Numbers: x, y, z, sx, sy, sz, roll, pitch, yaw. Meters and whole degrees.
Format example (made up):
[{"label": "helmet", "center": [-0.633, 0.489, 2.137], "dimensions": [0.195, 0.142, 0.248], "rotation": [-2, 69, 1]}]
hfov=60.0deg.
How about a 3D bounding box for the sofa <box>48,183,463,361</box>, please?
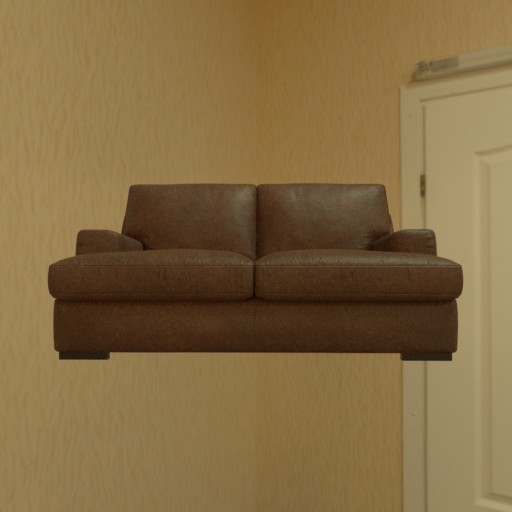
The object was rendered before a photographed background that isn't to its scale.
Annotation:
[{"label": "sofa", "center": [0.000, 0.000, 2.481], "dimensions": [1.880, 0.939, 1.143], "rotation": [0, -1, 1]}]
